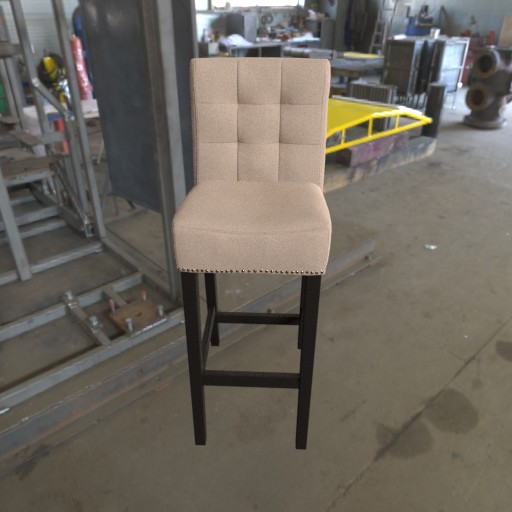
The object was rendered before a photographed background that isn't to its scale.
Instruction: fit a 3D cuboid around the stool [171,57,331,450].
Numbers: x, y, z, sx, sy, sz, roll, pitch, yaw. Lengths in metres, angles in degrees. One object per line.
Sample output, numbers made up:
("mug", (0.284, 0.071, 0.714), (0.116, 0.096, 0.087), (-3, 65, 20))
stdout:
("stool", (0.000, 0.000, 1.335), (0.411, 1.047, 0.548), (1, 30, 2))
